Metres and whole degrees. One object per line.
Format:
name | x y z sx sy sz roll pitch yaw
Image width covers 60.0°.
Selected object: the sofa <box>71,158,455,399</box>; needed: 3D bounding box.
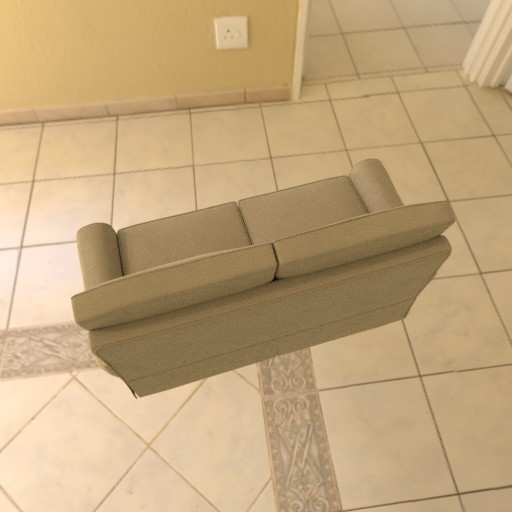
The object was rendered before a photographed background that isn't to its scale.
sofa | 0.000 0.000 2.386 1.823 1.024 0.841 -15 60 -9
